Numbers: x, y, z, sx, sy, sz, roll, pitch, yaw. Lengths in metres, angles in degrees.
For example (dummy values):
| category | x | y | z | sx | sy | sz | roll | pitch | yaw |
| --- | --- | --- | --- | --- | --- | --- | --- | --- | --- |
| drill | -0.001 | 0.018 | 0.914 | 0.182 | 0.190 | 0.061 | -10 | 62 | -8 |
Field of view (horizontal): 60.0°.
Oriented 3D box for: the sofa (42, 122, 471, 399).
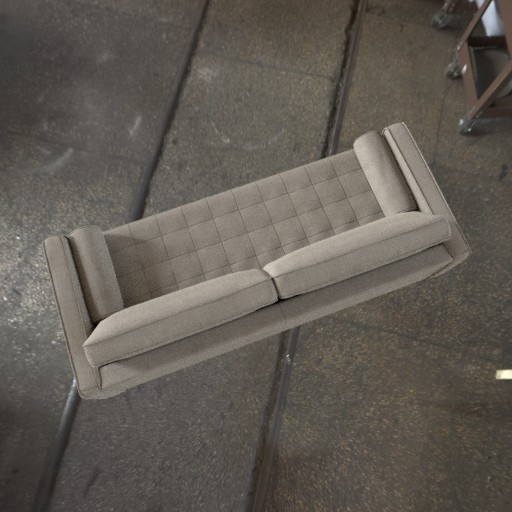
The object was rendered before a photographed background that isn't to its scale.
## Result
| category | x | y | z | sx | sy | sz | roll | pitch | yaw |
| --- | --- | --- | --- | --- | --- | --- | --- | --- | --- |
| sofa | 0.000 | 0.000 | 2.593 | 2.211 | 0.762 | 0.914 | -19 | 74 | -6 |
